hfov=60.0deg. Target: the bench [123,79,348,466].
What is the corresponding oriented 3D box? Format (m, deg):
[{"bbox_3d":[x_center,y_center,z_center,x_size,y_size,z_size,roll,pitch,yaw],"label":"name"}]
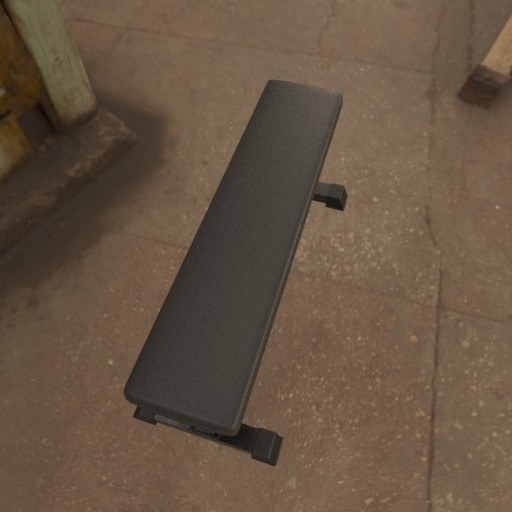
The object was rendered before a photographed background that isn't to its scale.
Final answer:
[{"bbox_3d":[0.000,0.000,1.330,0.439,0.453,1.072,15,59,9],"label":"bench"}]
